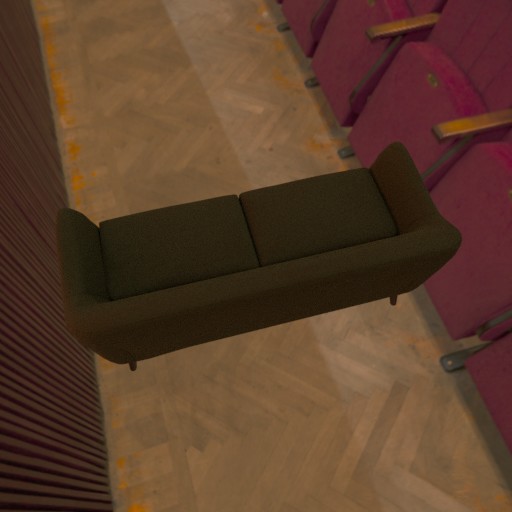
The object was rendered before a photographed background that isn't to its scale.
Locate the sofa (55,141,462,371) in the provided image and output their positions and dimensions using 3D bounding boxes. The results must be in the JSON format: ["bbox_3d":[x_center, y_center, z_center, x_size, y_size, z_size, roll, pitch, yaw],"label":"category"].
[{"bbox_3d":[0.000,0.000,2.247,1.840,0.836,0.820,-13,60,-8],"label":"sofa"}]
